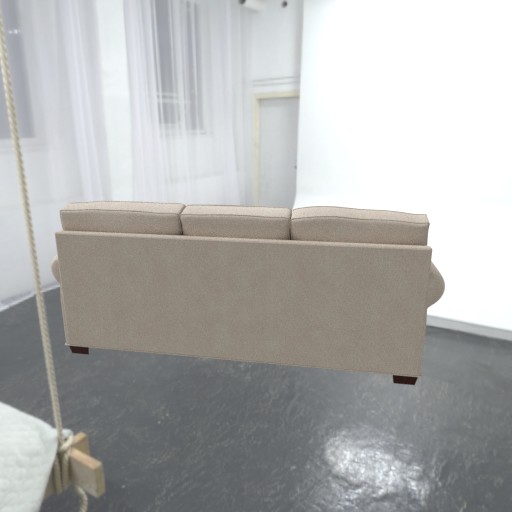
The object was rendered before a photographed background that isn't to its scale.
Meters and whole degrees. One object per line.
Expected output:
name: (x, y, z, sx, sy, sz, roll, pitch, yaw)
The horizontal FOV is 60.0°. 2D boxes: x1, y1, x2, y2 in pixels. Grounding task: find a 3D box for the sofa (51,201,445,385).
sofa: (0.000, 0.000, 2.481, 1.770, 0.734, 1.226, 3, 16, 10)
